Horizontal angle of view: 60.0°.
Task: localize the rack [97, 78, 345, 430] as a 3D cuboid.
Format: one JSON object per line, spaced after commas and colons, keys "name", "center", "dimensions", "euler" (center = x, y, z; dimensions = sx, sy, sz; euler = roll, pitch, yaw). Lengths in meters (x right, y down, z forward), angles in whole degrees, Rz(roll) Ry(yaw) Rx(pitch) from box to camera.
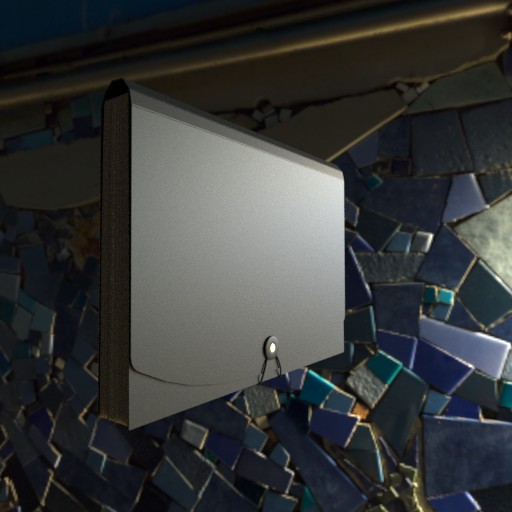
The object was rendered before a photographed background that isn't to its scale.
{"name": "rack", "center": [0.000, 0.000, 0.439], "dimensions": [0.041, 0.241, 0.330], "euler": [-1, -1, 36]}
